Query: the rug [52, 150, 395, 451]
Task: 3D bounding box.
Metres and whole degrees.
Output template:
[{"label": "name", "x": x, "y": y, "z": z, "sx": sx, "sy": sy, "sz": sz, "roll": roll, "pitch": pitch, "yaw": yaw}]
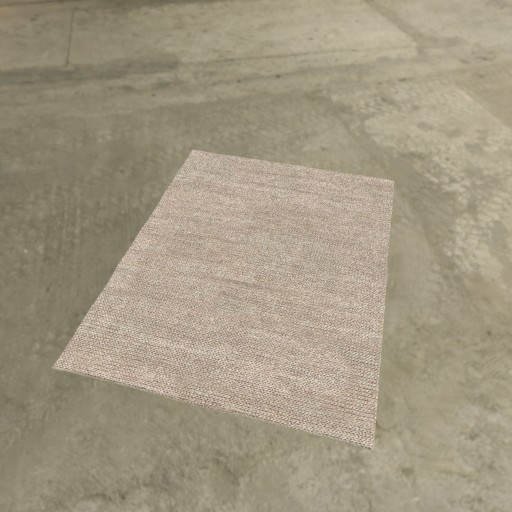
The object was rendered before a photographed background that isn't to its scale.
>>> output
[{"label": "rug", "x": 0.000, "y": 0.000, "z": 4.177, "sx": 2.429, "sy": 0.030, "sz": 3.052, "roll": 11, "pitch": 48, "yaw": 10}]
